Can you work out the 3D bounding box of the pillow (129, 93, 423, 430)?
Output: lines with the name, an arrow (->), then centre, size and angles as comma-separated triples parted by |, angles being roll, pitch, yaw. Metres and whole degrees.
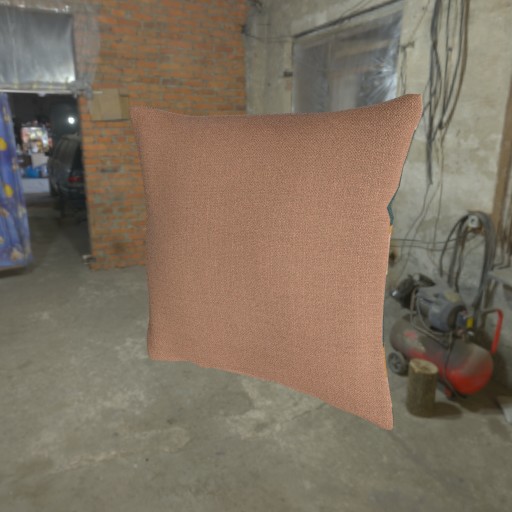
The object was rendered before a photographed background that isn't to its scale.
pillow -> 0.000, 0.000, 0.722 | 0.478, 0.479, 0.158 | 8, 17, 27
